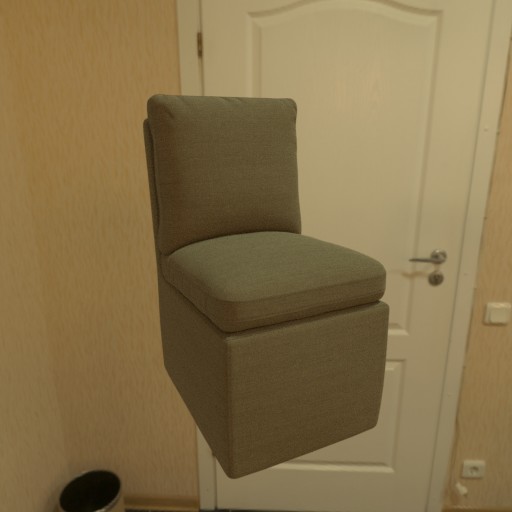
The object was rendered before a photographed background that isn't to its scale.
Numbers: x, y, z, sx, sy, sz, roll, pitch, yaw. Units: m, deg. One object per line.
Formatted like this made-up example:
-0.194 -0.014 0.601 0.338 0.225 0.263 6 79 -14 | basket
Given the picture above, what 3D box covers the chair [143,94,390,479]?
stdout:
0.000 0.000 1.334 0.503 0.927 0.698 -8 18 -25 | chair
